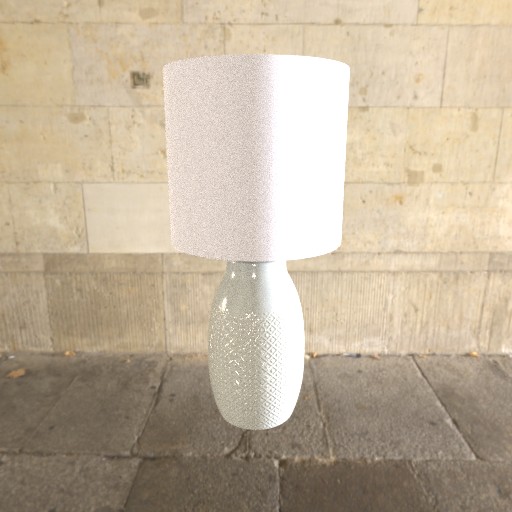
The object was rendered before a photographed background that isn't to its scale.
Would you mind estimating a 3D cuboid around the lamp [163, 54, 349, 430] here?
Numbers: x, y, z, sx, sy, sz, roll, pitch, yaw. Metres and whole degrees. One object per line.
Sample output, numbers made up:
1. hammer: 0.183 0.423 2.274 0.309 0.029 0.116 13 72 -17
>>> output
1. lamp: 0.000 0.000 0.582 0.217 0.453 0.217 -14 20 -42
